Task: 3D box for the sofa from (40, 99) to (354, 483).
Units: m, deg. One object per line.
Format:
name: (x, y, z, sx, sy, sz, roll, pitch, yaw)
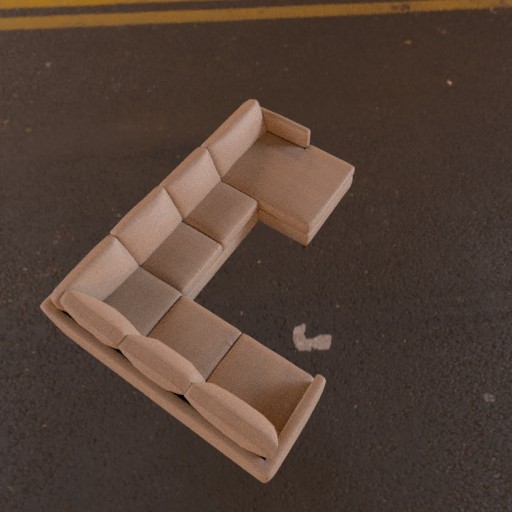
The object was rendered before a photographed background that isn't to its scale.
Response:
sofa: (0.000, 0.000, 4.684, 2.594, 0.961, 3.460, 30, 63, 17)
